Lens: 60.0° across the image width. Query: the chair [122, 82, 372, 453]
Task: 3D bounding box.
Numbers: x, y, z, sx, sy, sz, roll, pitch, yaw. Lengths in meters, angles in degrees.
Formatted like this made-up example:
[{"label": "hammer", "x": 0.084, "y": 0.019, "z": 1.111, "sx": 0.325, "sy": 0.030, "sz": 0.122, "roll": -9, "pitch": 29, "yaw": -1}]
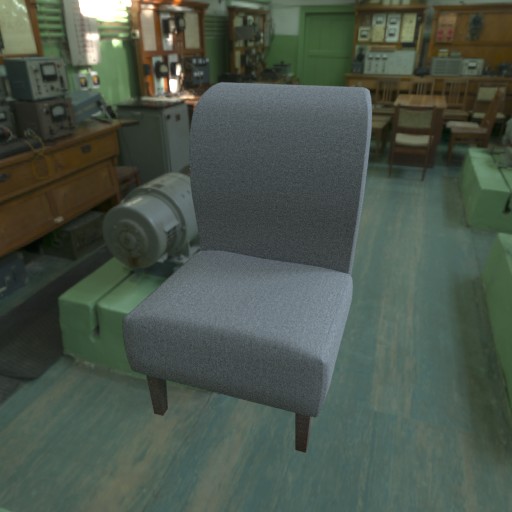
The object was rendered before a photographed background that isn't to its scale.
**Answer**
[{"label": "chair", "x": 0.000, "y": 0.000, "z": 1.183, "sx": 0.513, "sy": 0.804, "sz": 0.592, "roll": 8, "pitch": 28, "yaw": 16}]
